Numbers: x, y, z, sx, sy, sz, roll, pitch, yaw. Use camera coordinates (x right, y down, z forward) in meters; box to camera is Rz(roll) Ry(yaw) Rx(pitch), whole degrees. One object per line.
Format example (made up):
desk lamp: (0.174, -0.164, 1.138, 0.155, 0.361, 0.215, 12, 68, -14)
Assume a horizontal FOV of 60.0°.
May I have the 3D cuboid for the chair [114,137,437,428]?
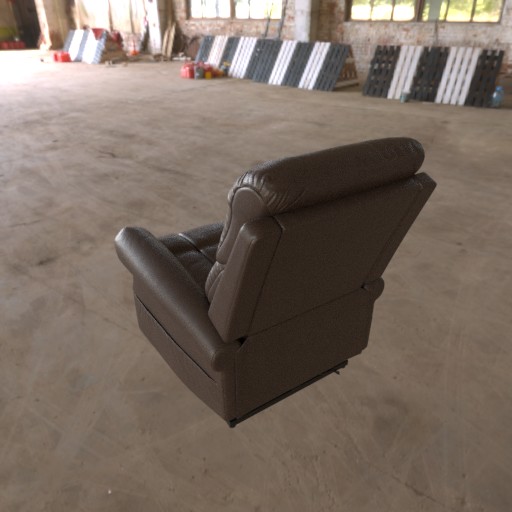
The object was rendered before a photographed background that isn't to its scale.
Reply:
chair: (0.000, 0.000, 1.706, 0.869, 1.028, 0.978, -18, 34, -29)
